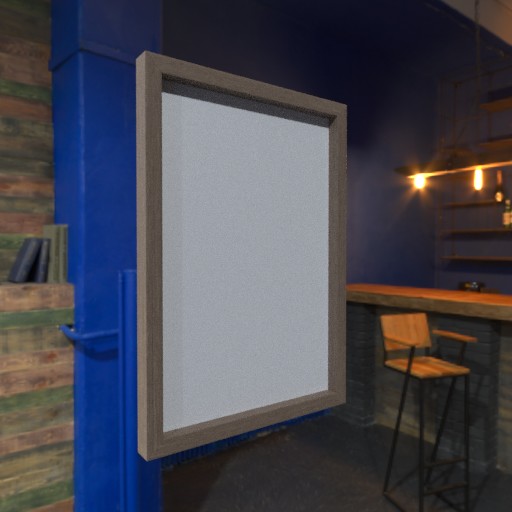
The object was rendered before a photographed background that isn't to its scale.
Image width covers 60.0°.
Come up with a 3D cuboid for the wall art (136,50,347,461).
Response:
[{"bbox_3d":[0.000,0.000,0.667,0.358,0.510,0.032,-1,1,-36],"label":"wall art"}]
